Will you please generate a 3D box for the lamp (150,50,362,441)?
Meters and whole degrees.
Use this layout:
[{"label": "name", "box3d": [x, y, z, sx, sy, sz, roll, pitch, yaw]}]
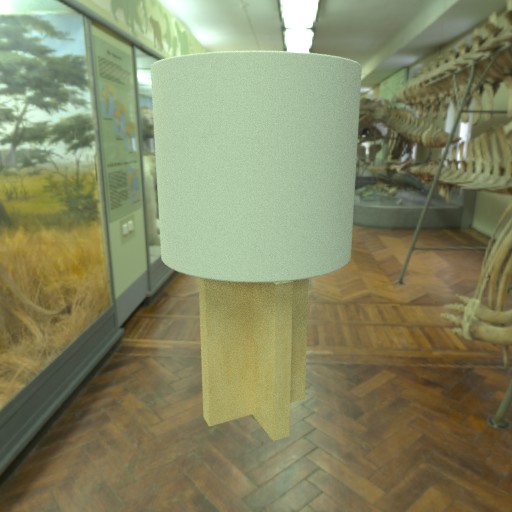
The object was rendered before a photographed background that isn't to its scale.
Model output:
[{"label": "lamp", "box3d": [0.000, 0.000, 0.547, 0.229, 0.428, 0.229, -7, 17, -25]}]
